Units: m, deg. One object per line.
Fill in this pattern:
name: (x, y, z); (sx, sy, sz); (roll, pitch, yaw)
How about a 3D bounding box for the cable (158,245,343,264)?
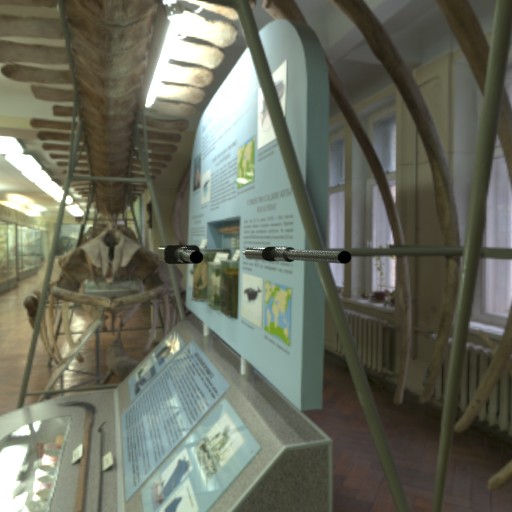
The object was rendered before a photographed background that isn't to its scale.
cable: (0.000, 0.000, 0.112); (0.040, 0.006, 0.098); (0, 1, -18)
